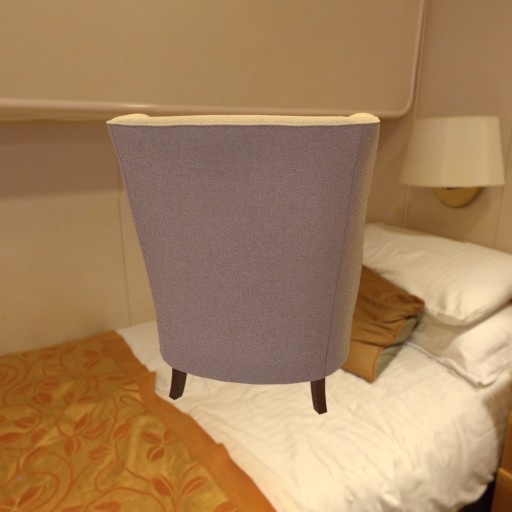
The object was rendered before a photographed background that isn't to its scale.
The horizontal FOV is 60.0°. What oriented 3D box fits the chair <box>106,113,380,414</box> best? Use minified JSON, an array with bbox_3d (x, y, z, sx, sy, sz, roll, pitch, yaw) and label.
[{"bbox_3d":[0.000,0.000,1.709,0.838,1.040,0.966,3,17,9],"label":"chair"}]
